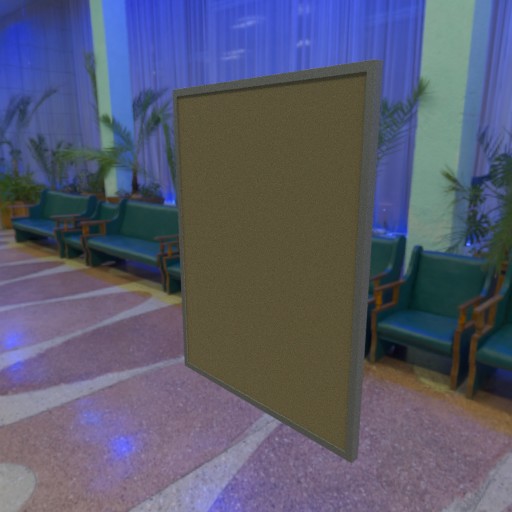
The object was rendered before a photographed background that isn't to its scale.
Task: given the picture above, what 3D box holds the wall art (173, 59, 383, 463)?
[{"bbox_3d":[0.000,0.000,1.388,0.034,1.042,0.789,-13,19,-43],"label":"wall art"}]
